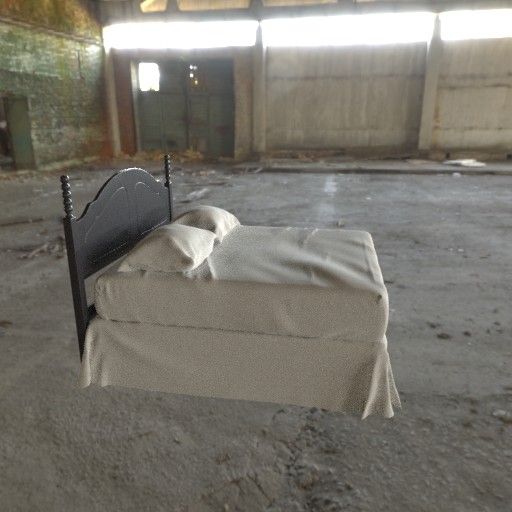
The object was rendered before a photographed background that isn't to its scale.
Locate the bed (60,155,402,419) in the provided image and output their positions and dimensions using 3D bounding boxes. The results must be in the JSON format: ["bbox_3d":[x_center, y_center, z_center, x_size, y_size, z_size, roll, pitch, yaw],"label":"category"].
[{"bbox_3d":[0.000,0.000,3.355,2.040,1.356,1.873,3,17,10],"label":"bed"}]
